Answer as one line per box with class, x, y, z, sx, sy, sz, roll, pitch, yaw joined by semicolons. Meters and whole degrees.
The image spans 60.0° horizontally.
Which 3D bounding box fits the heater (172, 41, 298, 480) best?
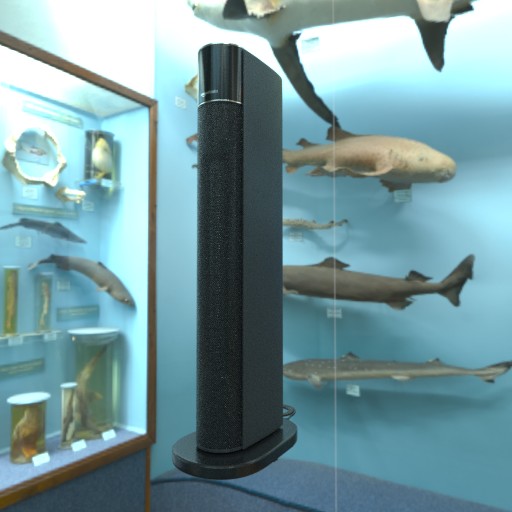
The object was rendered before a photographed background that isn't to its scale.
heater;0.000;0.000;1.043;0.214;0.856;0.458;-1;-2;35
